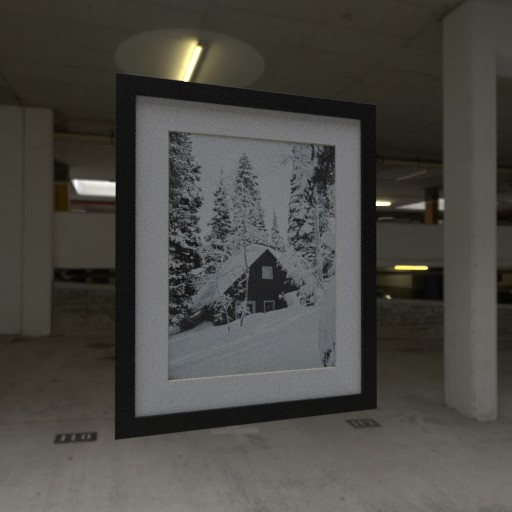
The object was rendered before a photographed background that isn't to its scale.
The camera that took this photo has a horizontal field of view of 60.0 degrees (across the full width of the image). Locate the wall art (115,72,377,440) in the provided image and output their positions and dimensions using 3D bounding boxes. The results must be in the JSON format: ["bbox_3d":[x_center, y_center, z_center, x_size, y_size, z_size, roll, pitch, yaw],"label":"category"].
[{"bbox_3d":[0.000,0.000,0.537,0.325,0.397,0.018,0,-1,-18],"label":"wall art"}]
